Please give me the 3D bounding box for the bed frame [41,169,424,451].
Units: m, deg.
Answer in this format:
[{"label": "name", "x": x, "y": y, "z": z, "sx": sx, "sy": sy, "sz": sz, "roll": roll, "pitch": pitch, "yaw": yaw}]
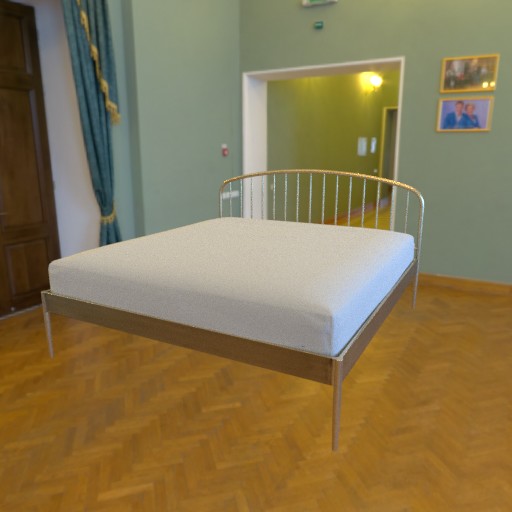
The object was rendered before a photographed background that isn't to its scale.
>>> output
[{"label": "bed frame", "x": 0.000, "y": 0.000, "z": 3.291, "sx": 2.016, "sy": 1.174, "sz": 2.152, "roll": 7, "pitch": 16, "yaw": 28}]
